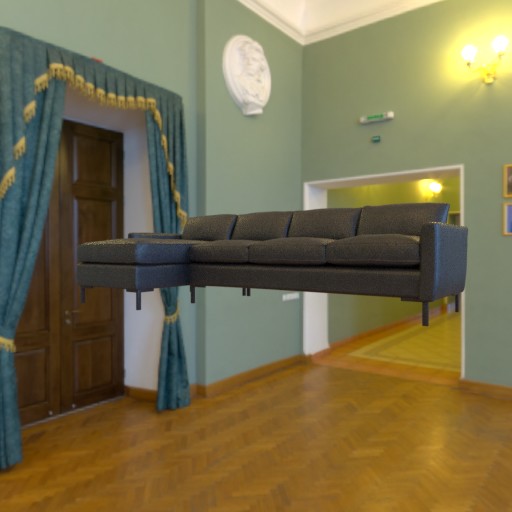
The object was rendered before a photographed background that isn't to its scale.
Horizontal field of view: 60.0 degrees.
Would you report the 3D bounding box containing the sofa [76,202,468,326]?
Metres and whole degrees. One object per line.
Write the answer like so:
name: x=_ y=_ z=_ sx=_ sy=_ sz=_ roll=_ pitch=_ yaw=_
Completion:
sofa: x=0.000 y=0.000 z=3.696 sx=2.993 sy=0.859 sz=1.471 roll=1 pitch=1 yaw=36
